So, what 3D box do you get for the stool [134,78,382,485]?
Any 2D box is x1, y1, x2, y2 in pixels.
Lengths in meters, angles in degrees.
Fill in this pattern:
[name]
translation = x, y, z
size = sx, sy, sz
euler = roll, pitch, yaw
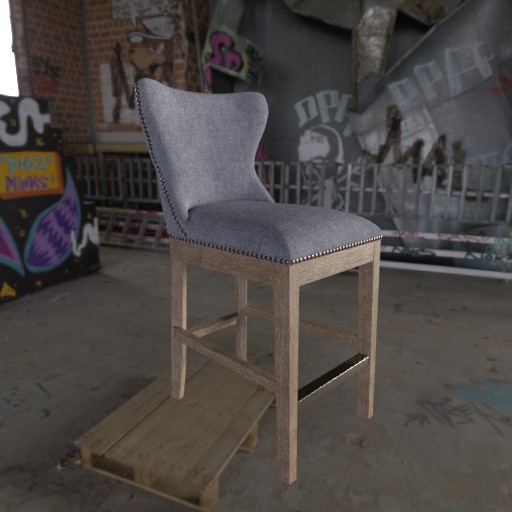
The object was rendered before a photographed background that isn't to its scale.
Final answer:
[stool]
translation = 0.000, 0.000, 1.307
size = 0.608, 0.981, 0.498
euler = 13, 18, 42
